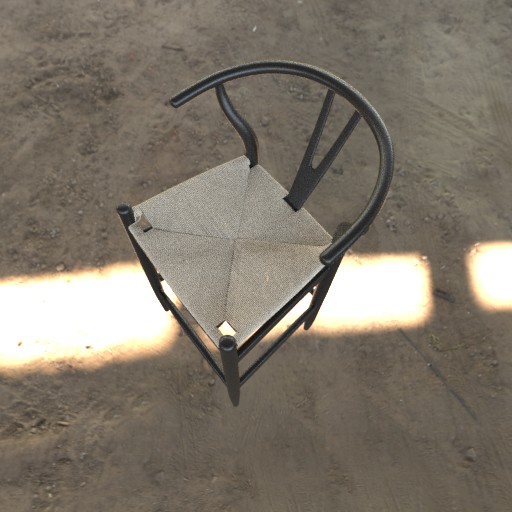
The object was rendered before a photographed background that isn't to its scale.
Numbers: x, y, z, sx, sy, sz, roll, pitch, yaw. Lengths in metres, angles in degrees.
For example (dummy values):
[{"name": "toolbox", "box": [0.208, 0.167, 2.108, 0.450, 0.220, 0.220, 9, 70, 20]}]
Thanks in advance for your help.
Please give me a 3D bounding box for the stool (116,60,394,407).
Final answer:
[{"name": "stool", "box": [0.000, 0.000, 1.351, 0.579, 0.970, 0.569, -35, 67, -17]}]
